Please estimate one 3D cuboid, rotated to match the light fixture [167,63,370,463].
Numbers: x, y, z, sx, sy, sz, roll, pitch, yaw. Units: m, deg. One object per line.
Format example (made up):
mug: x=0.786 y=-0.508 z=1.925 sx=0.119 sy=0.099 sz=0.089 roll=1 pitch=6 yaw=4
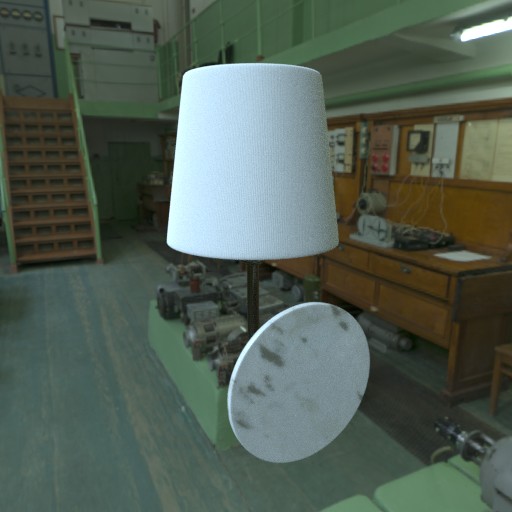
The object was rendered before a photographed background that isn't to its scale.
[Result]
light fixture: x=0.000 y=0.000 z=0.441 sx=0.168 sy=0.337 sz=0.188 roll=-7 pitch=15 yaw=-27
